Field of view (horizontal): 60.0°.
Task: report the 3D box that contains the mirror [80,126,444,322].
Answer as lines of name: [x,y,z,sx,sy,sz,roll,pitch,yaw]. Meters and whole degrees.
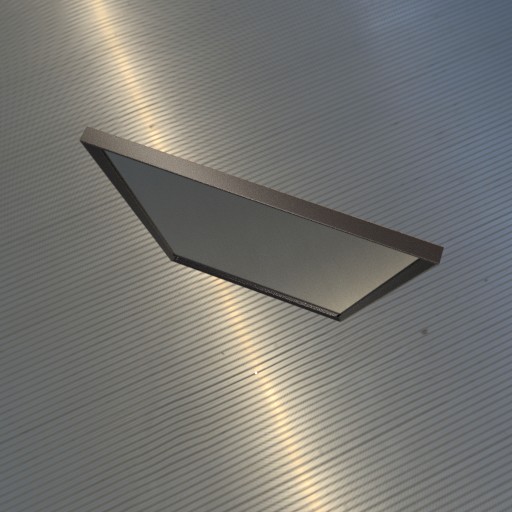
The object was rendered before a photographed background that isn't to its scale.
mirror: [0.000,0.000,1.377,0.762,1.016,0.041,20,76,5]
